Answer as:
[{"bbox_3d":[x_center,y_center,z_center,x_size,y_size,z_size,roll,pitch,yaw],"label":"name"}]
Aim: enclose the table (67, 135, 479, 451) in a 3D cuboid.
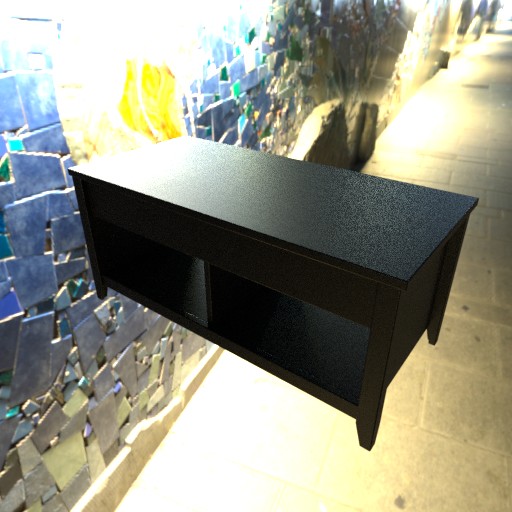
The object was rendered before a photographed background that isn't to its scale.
[{"bbox_3d":[0.000,0.000,1.303,1.016,0.457,0.483,20,35,32],"label":"table"}]
